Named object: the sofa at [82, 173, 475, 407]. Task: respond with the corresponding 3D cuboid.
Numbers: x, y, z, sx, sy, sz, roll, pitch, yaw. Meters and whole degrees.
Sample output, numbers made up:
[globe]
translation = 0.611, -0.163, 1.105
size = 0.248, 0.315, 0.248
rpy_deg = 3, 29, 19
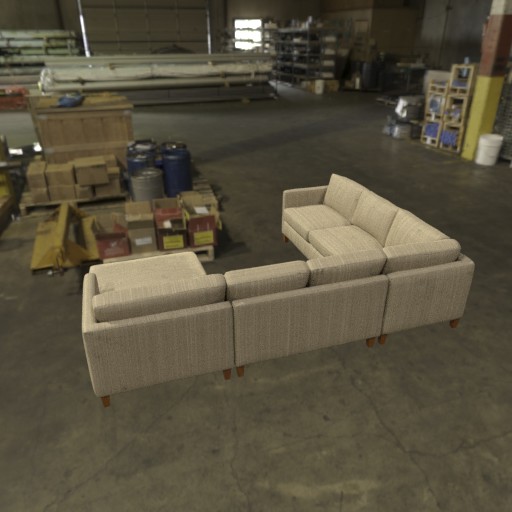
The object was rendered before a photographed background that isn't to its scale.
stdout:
[sofa]
translation = 0.000, 0.000, 4.787
size = 3.460, 0.961, 2.594
rpy_deg = -8, 28, -16
